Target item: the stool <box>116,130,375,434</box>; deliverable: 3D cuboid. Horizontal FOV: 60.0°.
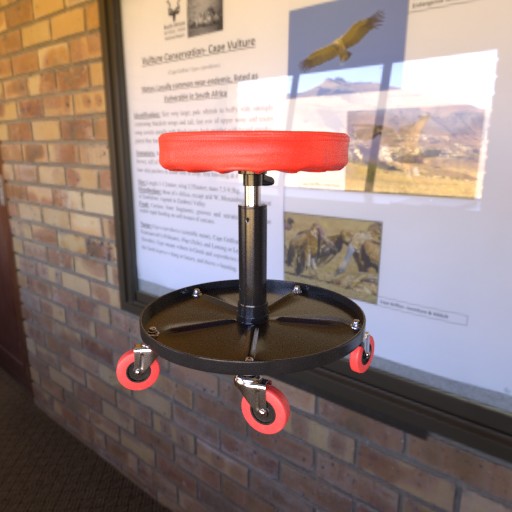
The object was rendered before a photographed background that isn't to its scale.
[{"bbox_3d":[0.000,0.000,0.686,0.381,0.365,0.382,2,14,7],"label":"stool"}]
